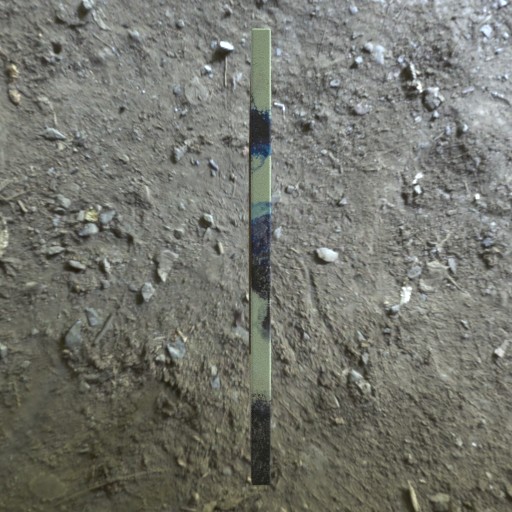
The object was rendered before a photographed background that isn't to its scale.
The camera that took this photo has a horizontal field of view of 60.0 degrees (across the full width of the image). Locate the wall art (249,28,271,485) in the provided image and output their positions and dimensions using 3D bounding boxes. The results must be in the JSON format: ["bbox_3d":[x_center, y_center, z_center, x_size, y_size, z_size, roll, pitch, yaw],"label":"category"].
[{"bbox_3d":[0.000,0.000,1.301,0.038,0.885,0.887,0,90,-1],"label":"wall art"}]
